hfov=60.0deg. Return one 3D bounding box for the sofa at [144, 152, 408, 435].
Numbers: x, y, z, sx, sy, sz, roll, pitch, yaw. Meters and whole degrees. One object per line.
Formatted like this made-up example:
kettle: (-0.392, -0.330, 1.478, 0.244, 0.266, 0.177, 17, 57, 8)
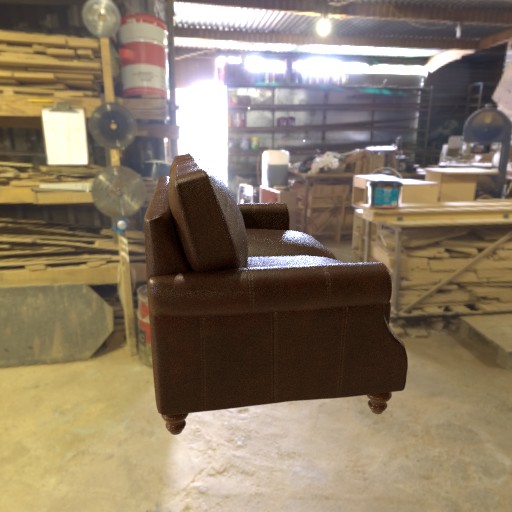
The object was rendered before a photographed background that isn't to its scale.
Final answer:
sofa: (0.000, 0.000, 2.236, 0.990, 0.976, 1.616, -3, 16, -10)
